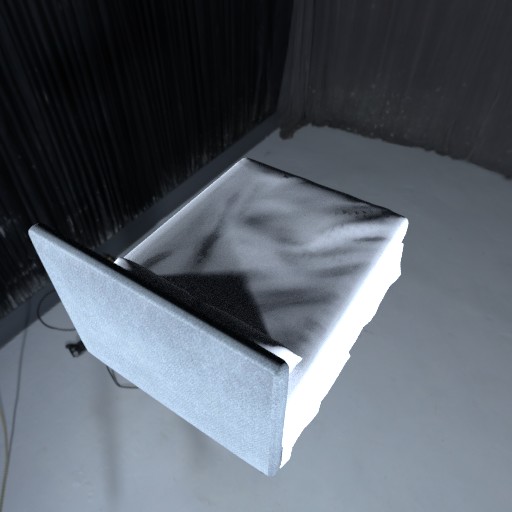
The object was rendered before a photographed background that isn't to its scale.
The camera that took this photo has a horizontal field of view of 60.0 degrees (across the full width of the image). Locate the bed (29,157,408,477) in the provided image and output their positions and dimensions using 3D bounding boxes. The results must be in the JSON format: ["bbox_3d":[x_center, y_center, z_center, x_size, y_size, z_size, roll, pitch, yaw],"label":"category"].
[{"bbox_3d":[0.000,0.000,3.200,1.713,1.330,2.142,25,51,22],"label":"bed"}]
